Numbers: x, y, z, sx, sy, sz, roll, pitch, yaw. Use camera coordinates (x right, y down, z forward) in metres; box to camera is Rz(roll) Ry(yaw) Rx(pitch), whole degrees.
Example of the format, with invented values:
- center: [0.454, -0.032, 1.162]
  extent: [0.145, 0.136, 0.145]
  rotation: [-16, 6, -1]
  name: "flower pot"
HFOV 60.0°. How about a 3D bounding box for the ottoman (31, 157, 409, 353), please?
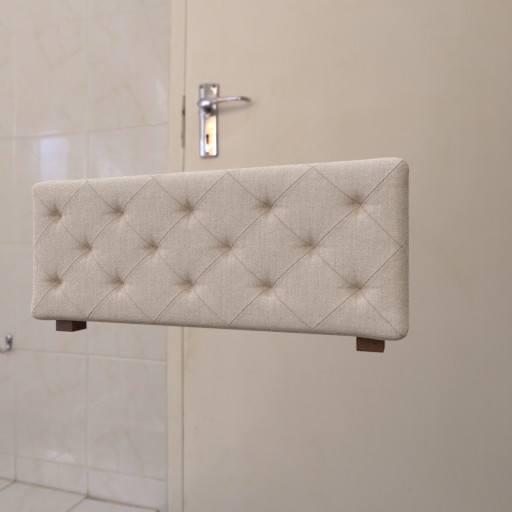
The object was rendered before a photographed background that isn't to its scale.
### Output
- center: [0.000, 0.000, 1.578]
  extent: [1.028, 0.439, 1.028]
  rotation: [0, 0, 19]
  name: "ottoman"
